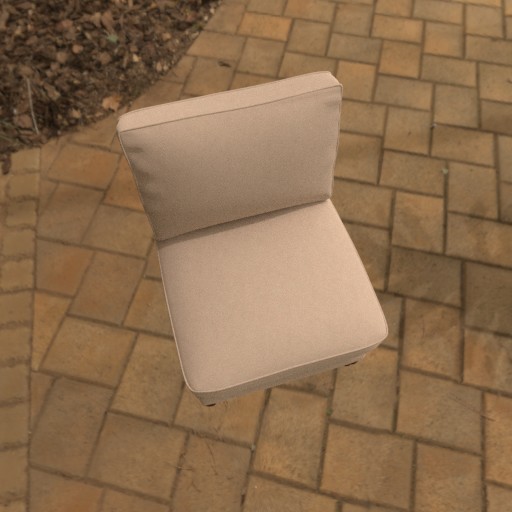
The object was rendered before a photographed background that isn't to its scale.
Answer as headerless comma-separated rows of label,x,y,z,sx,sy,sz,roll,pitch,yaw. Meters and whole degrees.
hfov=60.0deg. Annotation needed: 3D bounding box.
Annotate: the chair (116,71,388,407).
chair,0.000,0.000,1.676,0.724,1.052,0.912,-14,63,-7
